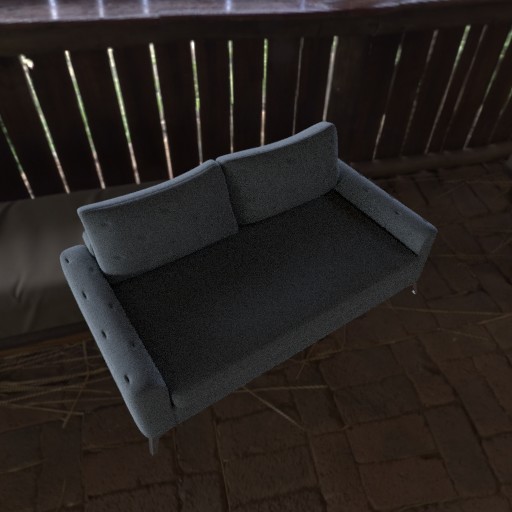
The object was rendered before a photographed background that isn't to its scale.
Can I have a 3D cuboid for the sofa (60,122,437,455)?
[{"bbox_3d":[0.000,0.000,2.183,1.650,0.790,0.920,-25,51,-23],"label":"sofa"}]
